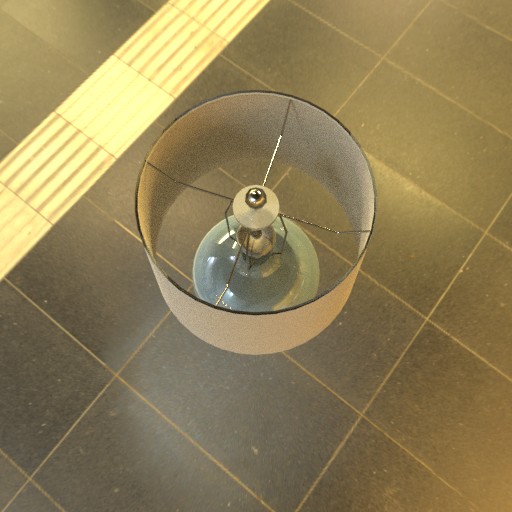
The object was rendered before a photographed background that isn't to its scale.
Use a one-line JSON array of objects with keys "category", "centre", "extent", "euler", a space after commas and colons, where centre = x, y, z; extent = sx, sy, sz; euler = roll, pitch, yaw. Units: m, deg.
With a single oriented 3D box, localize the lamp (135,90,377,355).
[{"category": "lamp", "centre": [0.000, 0.000, 0.560], "extent": [0.247, 0.387, 0.247], "euler": [0, 74, 0]}]
